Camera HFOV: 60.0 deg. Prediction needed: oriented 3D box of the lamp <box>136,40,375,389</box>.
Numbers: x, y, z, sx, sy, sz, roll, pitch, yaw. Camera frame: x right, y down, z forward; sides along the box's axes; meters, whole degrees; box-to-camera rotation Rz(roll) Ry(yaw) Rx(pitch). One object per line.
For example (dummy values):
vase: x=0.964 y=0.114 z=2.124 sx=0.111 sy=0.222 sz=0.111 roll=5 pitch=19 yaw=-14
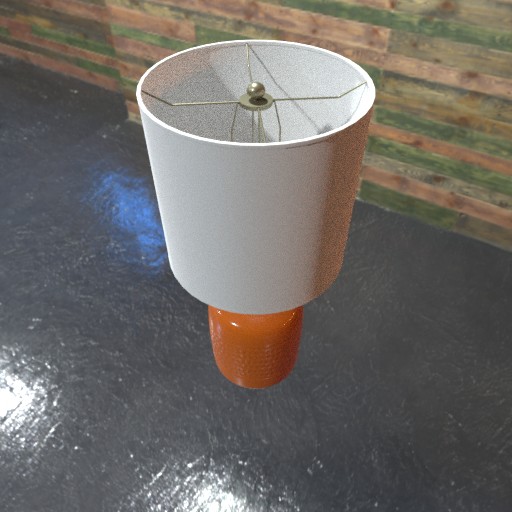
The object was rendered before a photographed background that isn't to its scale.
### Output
lamp: x=0.000 y=0.000 z=1.095 sx=0.418 sy=0.871 sz=0.418 roll=25 pitch=50 yaw=23
